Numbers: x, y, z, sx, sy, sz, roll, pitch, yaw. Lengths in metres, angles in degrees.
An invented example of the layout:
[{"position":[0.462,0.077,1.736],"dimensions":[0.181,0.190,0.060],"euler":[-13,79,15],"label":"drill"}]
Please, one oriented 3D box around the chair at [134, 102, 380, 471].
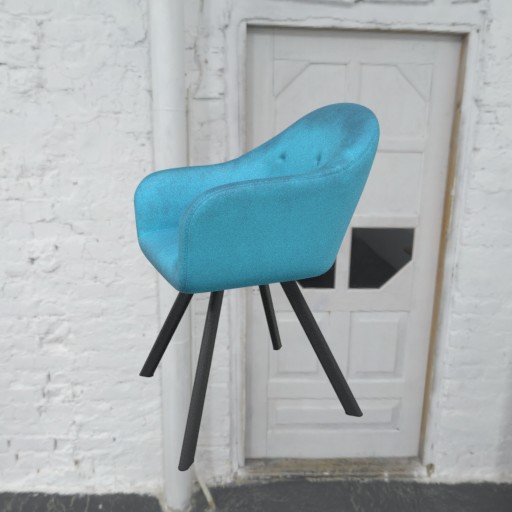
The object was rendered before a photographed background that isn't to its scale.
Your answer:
[{"position":[0.000,0.000,1.163],"dimensions":[0.570,0.780,0.540],"euler":[-6,15,-24],"label":"chair"}]
